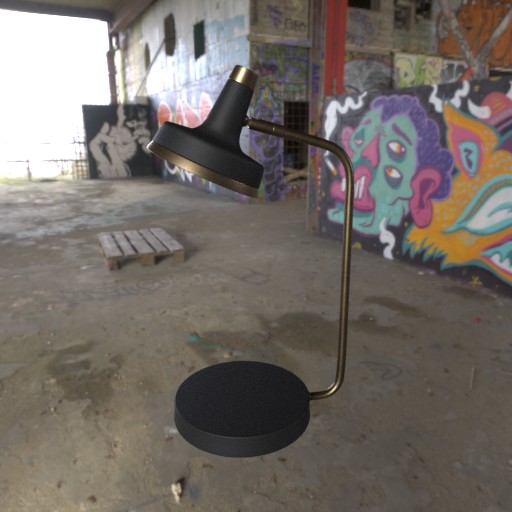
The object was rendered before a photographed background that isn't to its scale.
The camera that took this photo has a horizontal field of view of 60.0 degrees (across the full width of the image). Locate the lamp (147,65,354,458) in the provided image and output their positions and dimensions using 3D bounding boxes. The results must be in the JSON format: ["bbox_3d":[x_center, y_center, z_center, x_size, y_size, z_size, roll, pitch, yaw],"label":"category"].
[{"bbox_3d":[0.000,0.000,0.483,0.218,0.385,0.162,-2,15,-8],"label":"lamp"}]
